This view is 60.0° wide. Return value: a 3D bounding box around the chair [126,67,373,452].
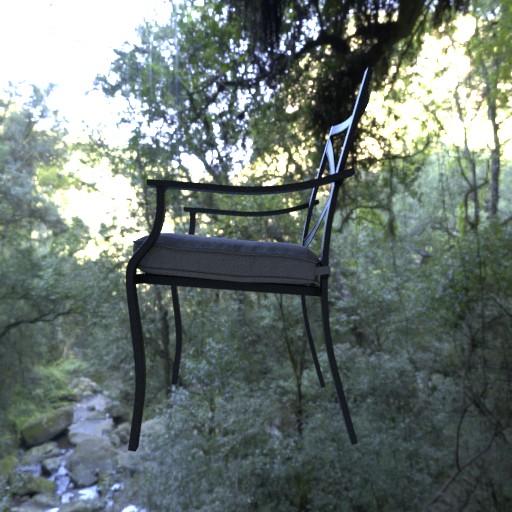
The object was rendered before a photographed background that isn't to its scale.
[{"bbox_3d":[0.000,0.000,1.284,0.620,0.889,0.575,0,0,0],"label":"chair"}]
